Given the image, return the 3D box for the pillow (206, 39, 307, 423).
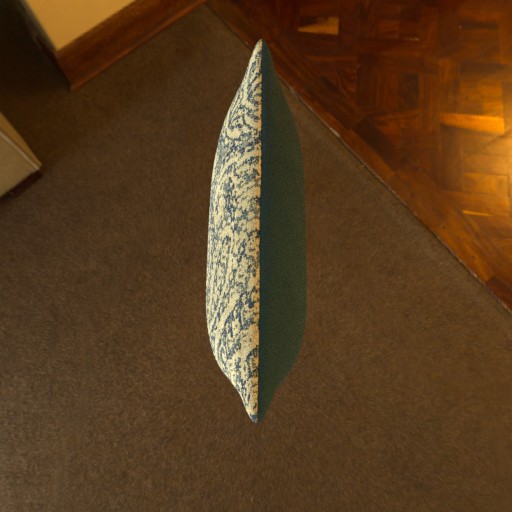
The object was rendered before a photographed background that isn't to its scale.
[{"bbox_3d":[0.000,0.000,0.809,0.166,0.510,0.523,1,75,0],"label":"pillow"}]
